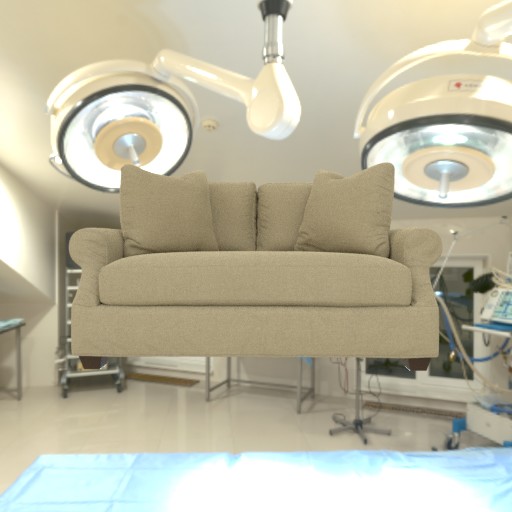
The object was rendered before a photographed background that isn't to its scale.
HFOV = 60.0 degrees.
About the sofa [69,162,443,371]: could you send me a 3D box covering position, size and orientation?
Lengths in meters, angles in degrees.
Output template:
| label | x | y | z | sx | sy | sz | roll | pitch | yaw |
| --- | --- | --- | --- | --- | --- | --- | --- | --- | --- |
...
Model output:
| label | x | y | z | sx | sy | sz | roll | pitch | yaw |
| --- | --- | --- | --- | --- | --- | --- | --- | --- | --- |
| sofa | 0.000 | 0.000 | 2.210 | 1.550 | 0.905 | 1.070 | 0 | 0 | 1 |
